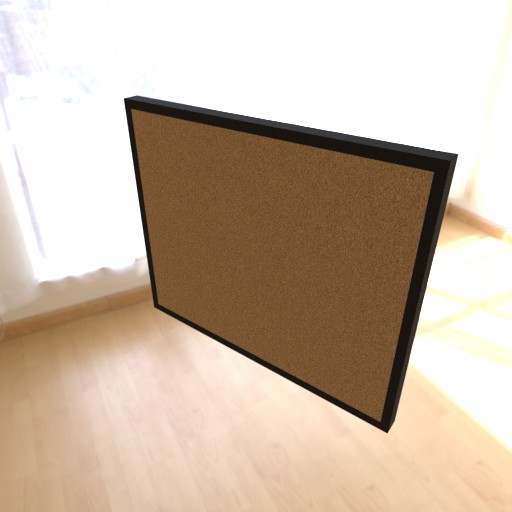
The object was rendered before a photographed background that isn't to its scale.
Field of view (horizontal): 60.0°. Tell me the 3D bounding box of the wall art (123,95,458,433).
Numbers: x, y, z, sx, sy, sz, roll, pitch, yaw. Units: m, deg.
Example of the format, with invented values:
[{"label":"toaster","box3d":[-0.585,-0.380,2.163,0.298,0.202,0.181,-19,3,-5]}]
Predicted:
[{"label":"wall art","box3d":[0.000,0.000,0.753,0.554,0.454,0.030,21,37,31]}]
